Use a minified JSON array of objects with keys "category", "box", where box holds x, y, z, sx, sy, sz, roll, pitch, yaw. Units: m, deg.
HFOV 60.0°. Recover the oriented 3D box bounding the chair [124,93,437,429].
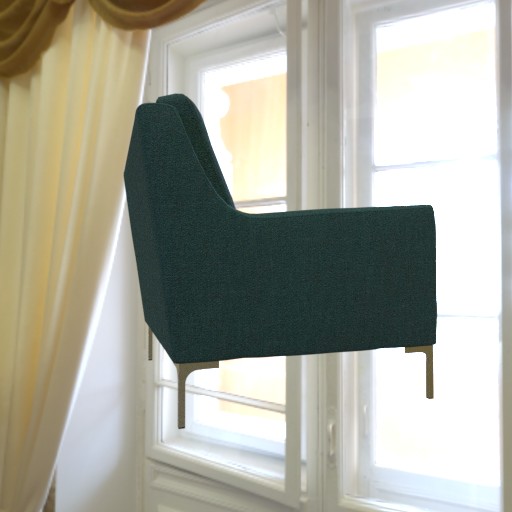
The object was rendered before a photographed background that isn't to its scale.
[{"category":"chair","box":[0.000,0.000,1.524,0.849,0.828,0.847,0,-1,-19]}]
